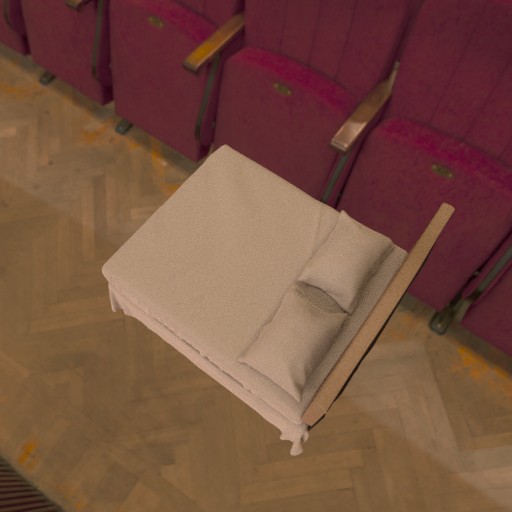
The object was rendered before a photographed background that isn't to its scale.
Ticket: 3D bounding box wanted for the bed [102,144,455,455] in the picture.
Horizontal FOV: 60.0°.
[{"bbox_3d":[0.000,0.000,3.442,2.221,1.645,1.876,33,68,16],"label":"bed"}]
